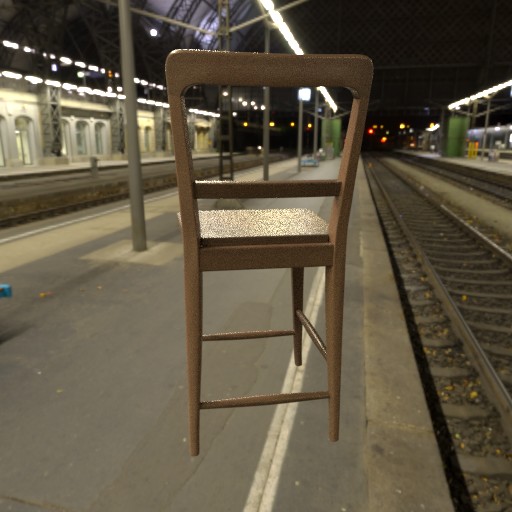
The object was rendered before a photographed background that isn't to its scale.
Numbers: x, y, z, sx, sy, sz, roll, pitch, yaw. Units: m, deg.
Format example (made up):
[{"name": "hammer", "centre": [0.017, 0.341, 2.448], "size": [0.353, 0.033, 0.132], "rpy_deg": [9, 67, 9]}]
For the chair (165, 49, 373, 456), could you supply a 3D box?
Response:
[{"name": "chair", "centre": [0.000, 0.000, 1.268], "size": [0.450, 0.991, 0.546], "rpy_deg": [-2, 15, -8]}]
